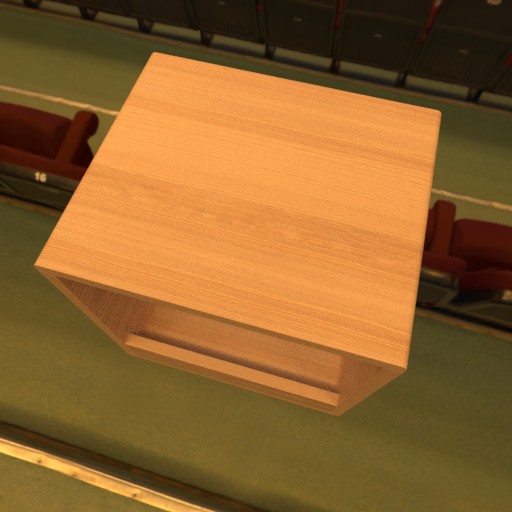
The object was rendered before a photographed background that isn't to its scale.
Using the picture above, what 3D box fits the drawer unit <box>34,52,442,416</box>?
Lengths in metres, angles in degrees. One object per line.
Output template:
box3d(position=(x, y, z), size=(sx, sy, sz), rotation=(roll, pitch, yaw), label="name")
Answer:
box3d(position=(0.000, 0.000, 0.599), size=(0.344, 0.344, 0.290), rotation=(14, 65, 7), label="drawer unit")
